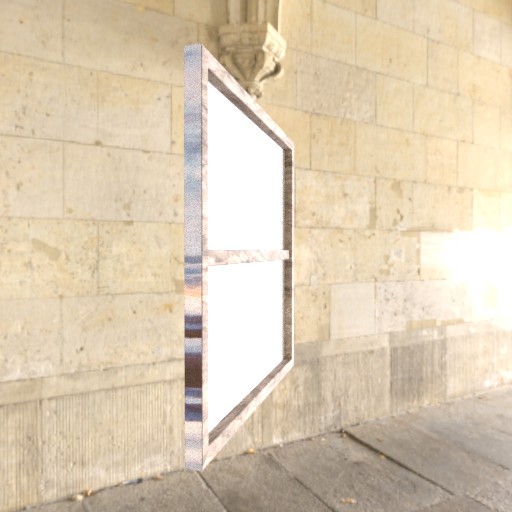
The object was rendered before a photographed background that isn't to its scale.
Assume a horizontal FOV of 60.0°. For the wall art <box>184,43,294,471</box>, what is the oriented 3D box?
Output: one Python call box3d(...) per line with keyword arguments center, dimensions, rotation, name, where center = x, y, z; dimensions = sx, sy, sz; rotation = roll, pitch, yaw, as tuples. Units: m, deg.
box3d(center=(0.000, 0.000, 1.132), dimensions=(0.035, 0.747, 0.747), rotation=(0, 1, 17), name="wall art")
